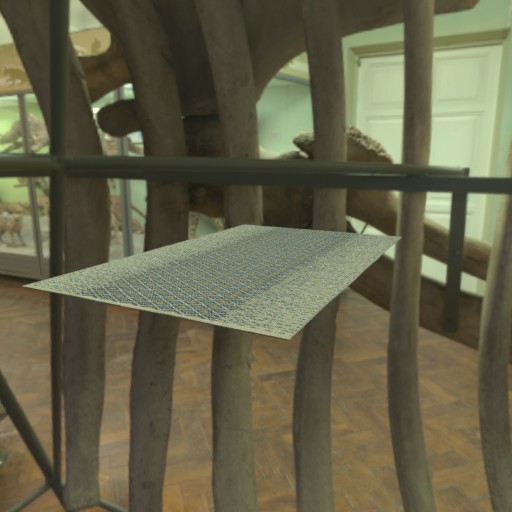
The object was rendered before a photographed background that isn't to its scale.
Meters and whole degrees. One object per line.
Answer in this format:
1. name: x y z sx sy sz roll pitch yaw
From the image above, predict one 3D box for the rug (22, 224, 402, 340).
1. rug: 0.000 0.000 3.068 1.541 0.008 2.448 6 14 27
